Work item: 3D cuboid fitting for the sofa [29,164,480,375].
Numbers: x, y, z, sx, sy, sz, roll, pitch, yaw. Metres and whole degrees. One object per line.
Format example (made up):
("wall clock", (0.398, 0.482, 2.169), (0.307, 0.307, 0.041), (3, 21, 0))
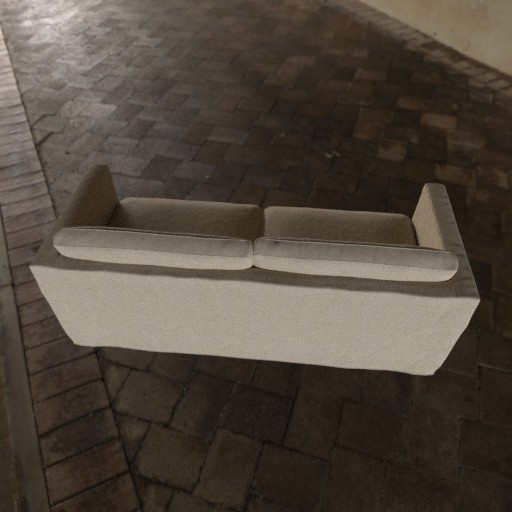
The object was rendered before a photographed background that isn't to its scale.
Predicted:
("sofa", (0.000, 0.000, 2.714), (2.296, 0.847, 0.956), (4, 47, 4))
